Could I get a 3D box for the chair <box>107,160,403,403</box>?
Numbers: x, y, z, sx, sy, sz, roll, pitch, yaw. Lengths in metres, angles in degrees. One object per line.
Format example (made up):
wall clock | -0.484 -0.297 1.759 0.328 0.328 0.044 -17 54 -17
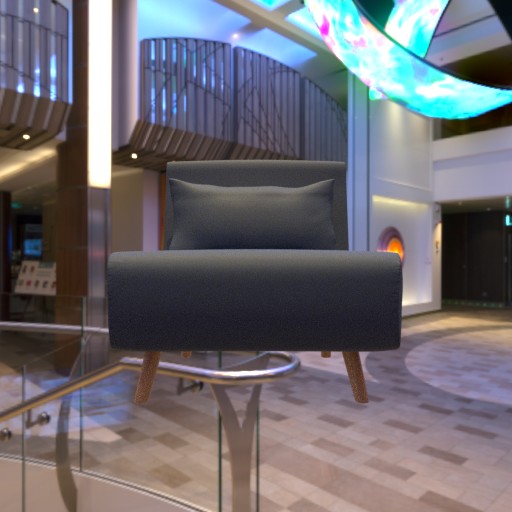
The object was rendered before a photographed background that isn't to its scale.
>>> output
chair | 0.000 0.000 1.514 0.770 0.808 0.900 0 0 0
